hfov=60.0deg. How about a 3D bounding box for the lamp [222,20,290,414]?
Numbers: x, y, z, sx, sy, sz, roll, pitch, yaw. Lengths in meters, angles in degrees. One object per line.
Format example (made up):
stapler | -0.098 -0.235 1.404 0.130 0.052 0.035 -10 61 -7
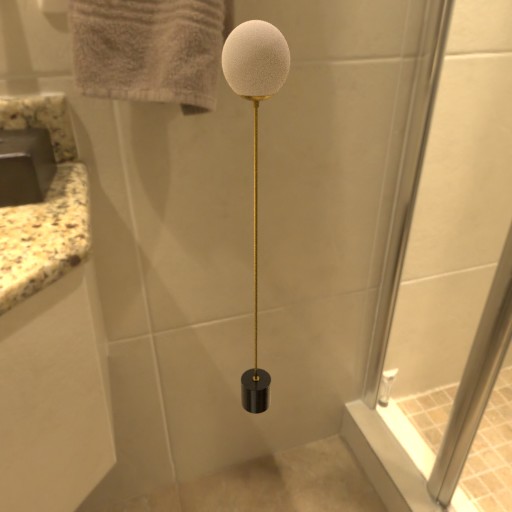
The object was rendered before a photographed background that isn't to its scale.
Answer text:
lamp | 0.000 0.000 1.859 0.229 1.748 0.229 19 35 29
